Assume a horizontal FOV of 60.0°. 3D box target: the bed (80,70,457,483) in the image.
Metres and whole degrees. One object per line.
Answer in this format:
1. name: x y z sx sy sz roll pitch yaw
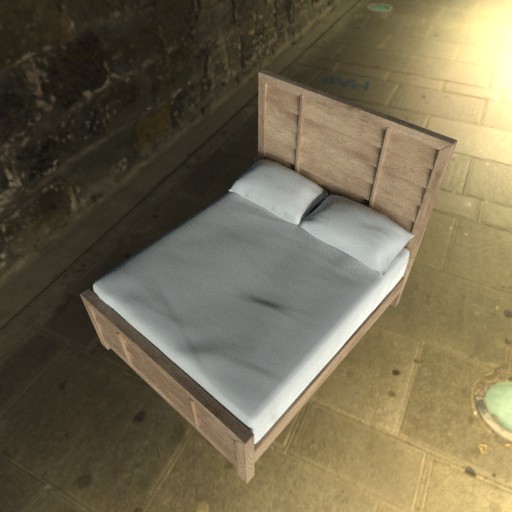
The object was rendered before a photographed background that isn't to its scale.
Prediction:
1. bed: 0.000 0.000 3.213 1.615 1.631 2.017 32 54 28
